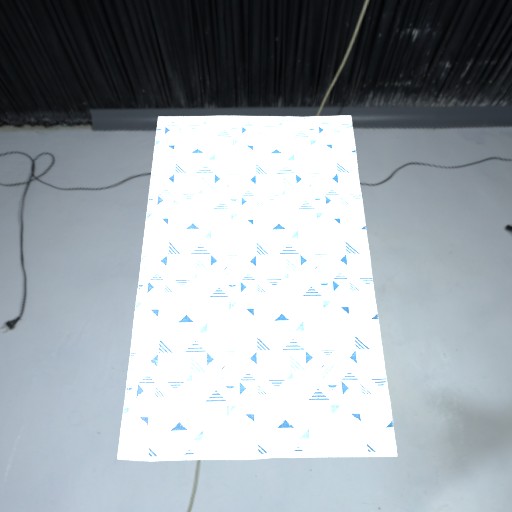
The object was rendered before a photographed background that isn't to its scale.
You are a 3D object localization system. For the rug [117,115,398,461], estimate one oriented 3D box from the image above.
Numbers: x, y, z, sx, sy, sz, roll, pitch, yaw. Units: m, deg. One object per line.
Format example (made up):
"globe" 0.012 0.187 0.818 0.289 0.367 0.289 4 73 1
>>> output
"rug" 0.000 0.000 2.931 1.512 0.009 2.457 0 64 0
